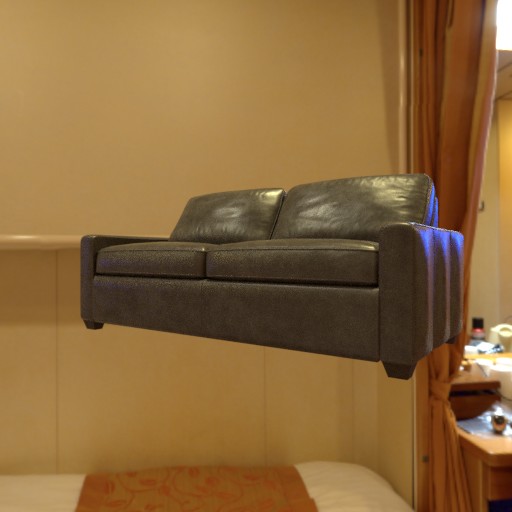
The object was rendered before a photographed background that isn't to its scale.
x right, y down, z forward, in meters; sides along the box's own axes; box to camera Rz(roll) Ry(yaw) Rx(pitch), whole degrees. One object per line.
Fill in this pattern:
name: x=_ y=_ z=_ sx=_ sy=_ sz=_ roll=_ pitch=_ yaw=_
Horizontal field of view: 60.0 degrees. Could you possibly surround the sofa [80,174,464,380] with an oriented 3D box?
sofa: x=0.000 y=0.000 z=2.570 sx=2.081 sy=0.916 sz=0.939 roll=0 pitch=0 yaw=35
